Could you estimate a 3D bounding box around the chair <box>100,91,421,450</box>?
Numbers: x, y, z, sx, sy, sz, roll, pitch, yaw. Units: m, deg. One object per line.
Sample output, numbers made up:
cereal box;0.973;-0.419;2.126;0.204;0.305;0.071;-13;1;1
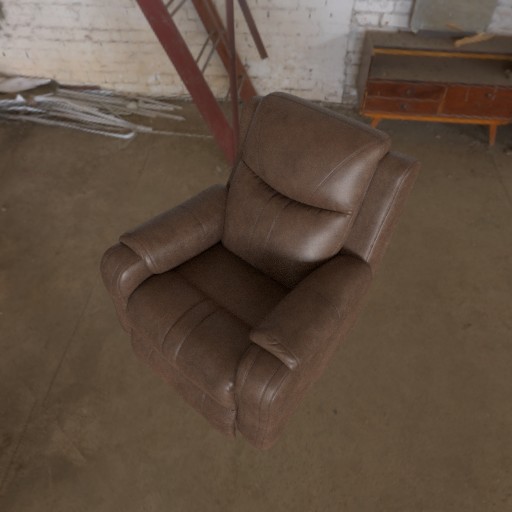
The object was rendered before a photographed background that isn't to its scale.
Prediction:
chair;0.000;0.000;1.849;0.940;0.990;1.067;32;55;26
